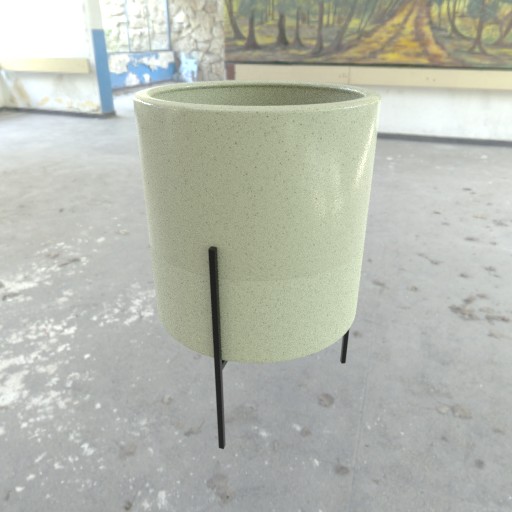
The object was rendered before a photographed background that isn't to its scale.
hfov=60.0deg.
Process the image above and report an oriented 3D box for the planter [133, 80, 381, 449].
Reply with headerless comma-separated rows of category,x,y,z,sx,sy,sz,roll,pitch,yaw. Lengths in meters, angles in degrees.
planter,0.000,0.000,0.677,0.314,0.475,0.323,8,28,16
